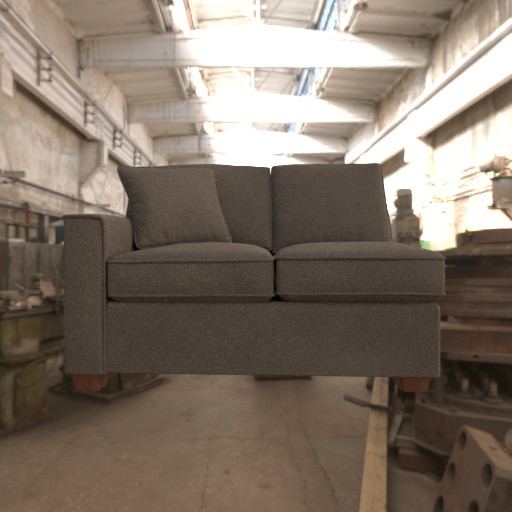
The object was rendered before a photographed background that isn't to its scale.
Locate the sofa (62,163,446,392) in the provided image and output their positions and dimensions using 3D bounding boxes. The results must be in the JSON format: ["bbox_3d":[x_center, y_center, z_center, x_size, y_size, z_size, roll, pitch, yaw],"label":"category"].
[{"bbox_3d":[0.000,0.000,2.046,1.388,0.989,0.991,0,0,1],"label":"sofa"}]
